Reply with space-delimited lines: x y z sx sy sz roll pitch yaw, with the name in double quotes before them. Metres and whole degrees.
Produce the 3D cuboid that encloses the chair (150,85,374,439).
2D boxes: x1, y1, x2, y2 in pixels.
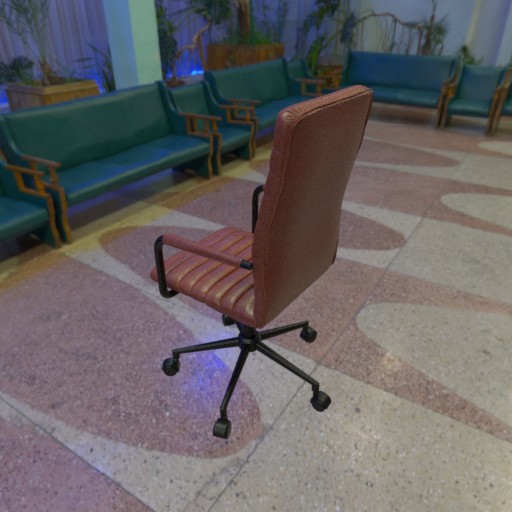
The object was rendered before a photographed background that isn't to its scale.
"chair" 0.000 0.000 1.348 0.580 0.979 0.608 20 35 30
